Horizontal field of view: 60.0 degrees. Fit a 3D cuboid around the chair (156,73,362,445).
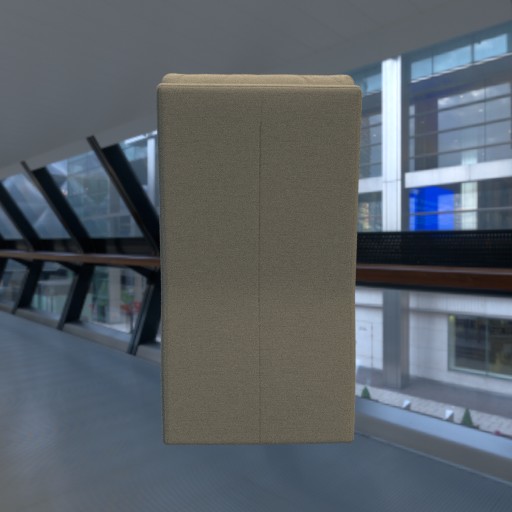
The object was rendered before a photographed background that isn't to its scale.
[{"bbox_3d":[0.000,0.000,1.355,0.503,0.927,0.698,0,0,-1],"label":"chair"}]
